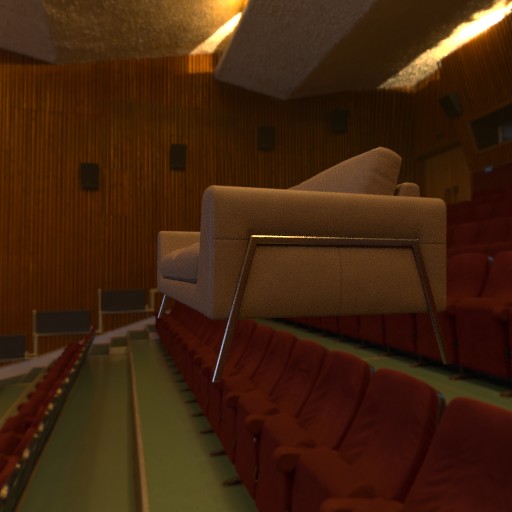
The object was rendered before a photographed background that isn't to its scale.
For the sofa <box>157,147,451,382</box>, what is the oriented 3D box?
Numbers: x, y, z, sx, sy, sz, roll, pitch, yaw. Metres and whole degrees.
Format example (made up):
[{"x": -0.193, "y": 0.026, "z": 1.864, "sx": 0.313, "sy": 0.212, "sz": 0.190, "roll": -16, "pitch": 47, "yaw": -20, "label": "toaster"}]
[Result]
[{"x": 0.000, "y": 0.000, "z": 2.524, "sx": 0.953, "sy": 0.875, "sz": 2.017, "roll": 1, "pitch": -2, "yaw": -17, "label": "sofa"}]
